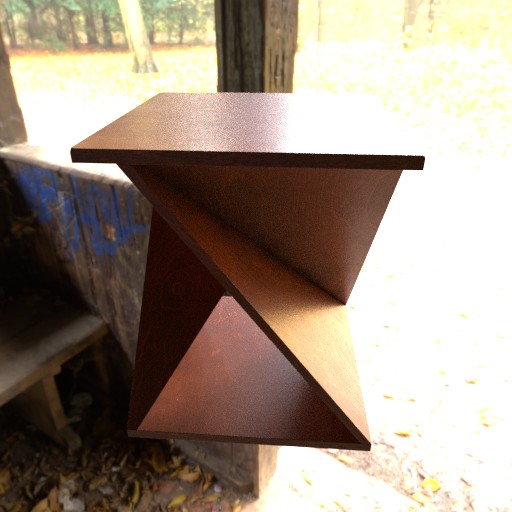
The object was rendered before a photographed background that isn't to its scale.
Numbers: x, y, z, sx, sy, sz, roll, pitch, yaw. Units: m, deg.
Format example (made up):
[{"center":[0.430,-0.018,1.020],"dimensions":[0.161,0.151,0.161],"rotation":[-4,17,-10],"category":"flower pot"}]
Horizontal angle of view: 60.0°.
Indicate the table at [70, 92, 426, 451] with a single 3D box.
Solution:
[{"center":[0.000,0.000,0.840],"dimensions":[0.427,0.520,0.427],"rotation":[2,29,4],"category":"table"}]
